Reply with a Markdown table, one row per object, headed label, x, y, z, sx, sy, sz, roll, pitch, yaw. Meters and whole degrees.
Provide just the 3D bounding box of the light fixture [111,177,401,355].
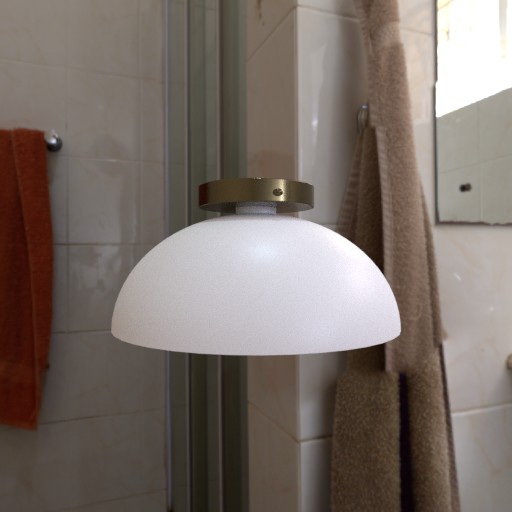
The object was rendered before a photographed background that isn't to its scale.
| label | x | y | z | sx | sy | sz | roll | pitch | yaw |
| --- | --- | --- | --- | --- | --- | --- | --- | --- | --- |
| light fixture | 0.000 | 0.000 | 0.571 | 0.355 | 0.177 | 0.355 | 0 | 0 | 0 |
